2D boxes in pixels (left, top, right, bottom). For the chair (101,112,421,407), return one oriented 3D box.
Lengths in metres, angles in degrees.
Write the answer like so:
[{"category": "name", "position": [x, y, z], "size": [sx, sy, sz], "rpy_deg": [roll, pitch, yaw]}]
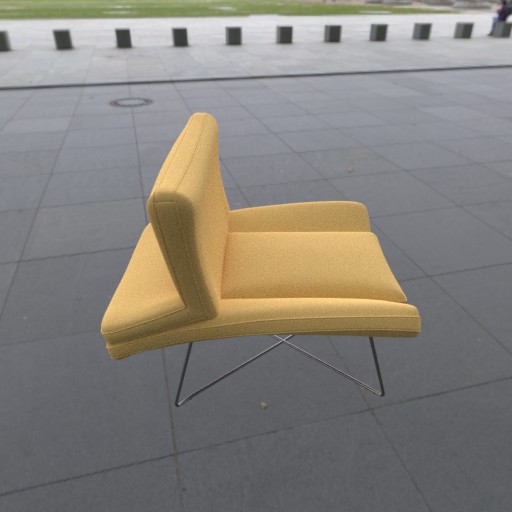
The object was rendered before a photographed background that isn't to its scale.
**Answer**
[{"category": "chair", "position": [0.000, 0.000, 1.649], "size": [1.008, 0.855, 0.859], "rpy_deg": [0, 31, 0]}]
